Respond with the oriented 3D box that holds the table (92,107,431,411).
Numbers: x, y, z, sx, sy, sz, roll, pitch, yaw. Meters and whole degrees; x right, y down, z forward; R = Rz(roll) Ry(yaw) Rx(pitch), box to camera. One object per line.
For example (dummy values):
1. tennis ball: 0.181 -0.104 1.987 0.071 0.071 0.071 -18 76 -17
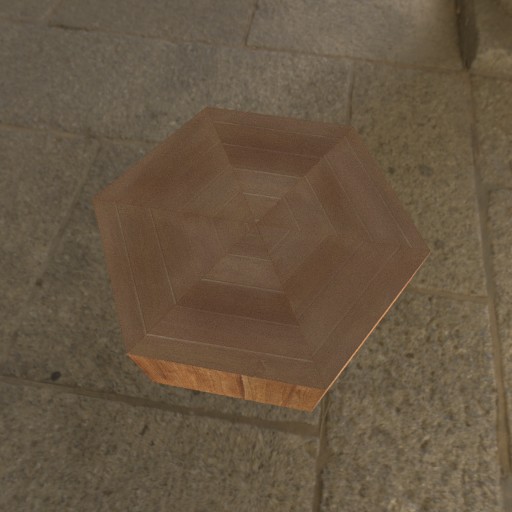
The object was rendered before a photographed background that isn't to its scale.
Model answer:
1. table: 0.000 0.000 1.685 1.000 0.456 1.154 -18 63 -9
